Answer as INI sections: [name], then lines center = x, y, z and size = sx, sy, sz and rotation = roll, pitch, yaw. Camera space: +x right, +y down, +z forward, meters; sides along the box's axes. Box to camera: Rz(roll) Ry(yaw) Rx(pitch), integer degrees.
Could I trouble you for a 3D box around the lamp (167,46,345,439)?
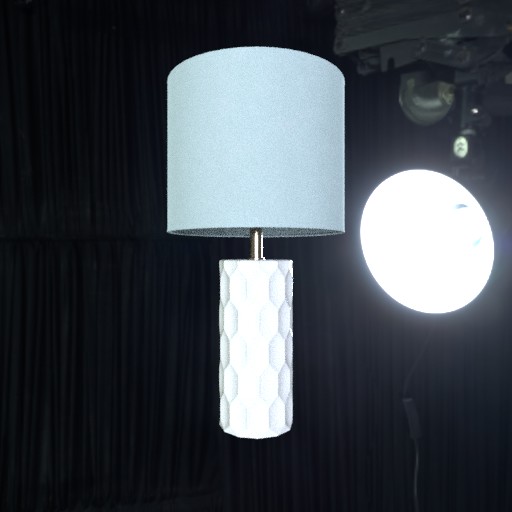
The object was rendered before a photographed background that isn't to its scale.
[lamp]
center = 0.000, 0.000, 0.703
size = 0.277, 0.534, 0.277
rotation = 0, 0, -19
